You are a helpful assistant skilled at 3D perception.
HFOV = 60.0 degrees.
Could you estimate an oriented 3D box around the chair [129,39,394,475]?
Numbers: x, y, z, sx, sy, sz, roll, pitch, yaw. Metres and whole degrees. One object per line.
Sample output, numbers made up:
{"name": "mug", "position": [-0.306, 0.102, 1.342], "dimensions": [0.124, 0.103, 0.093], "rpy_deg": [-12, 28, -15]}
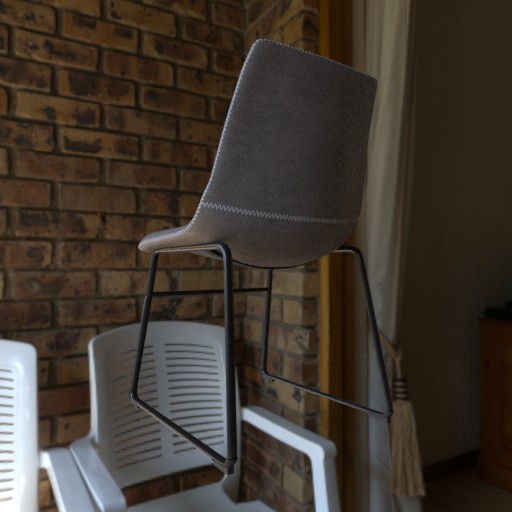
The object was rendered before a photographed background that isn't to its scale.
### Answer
{"name": "chair", "position": [0.000, 0.000, 1.098], "dimensions": [0.460, 0.780, 0.550], "rpy_deg": [1, -1, -35]}
